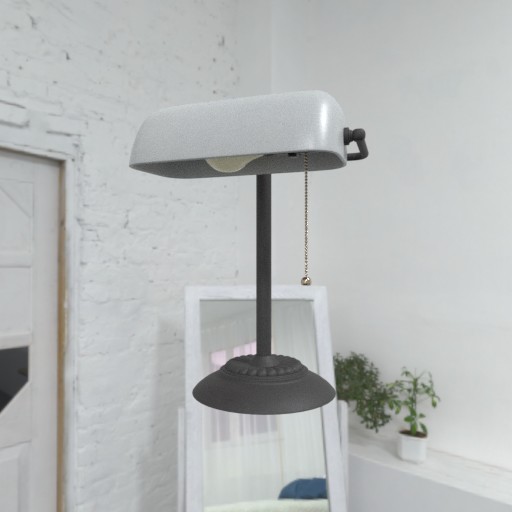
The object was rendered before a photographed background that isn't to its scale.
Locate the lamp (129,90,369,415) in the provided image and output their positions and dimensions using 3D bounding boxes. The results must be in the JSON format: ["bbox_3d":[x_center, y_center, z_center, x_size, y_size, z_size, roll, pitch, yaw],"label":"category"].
[{"bbox_3d":[0.000,0.000,0.531,0.264,0.339,0.243,0,-1,18],"label":"lamp"}]
